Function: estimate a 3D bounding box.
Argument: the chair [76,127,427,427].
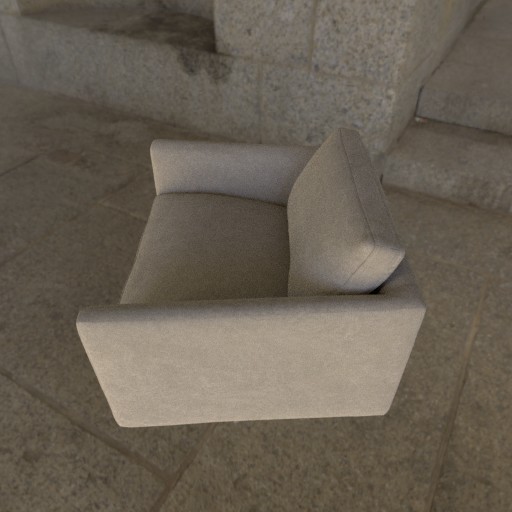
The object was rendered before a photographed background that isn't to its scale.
[{"bbox_3d":[0.000,0.000,1.890,1.091,0.845,1.190,1,41,1],"label":"chair"}]
